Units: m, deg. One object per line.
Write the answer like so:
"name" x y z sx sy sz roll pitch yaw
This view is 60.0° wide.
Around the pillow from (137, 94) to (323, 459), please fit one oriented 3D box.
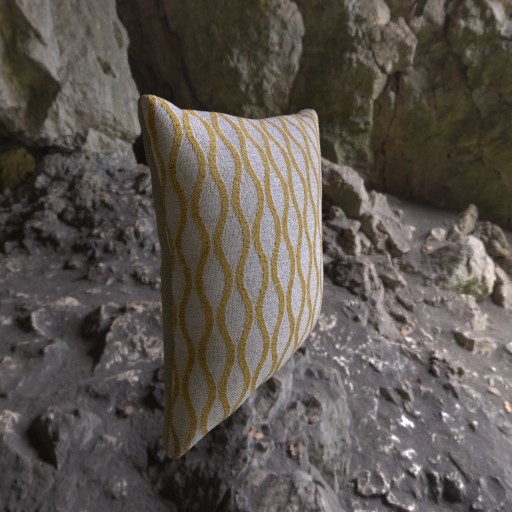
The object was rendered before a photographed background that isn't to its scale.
"pillow" 0.000 0.000 0.665 0.159 0.436 0.429 8 18 28
